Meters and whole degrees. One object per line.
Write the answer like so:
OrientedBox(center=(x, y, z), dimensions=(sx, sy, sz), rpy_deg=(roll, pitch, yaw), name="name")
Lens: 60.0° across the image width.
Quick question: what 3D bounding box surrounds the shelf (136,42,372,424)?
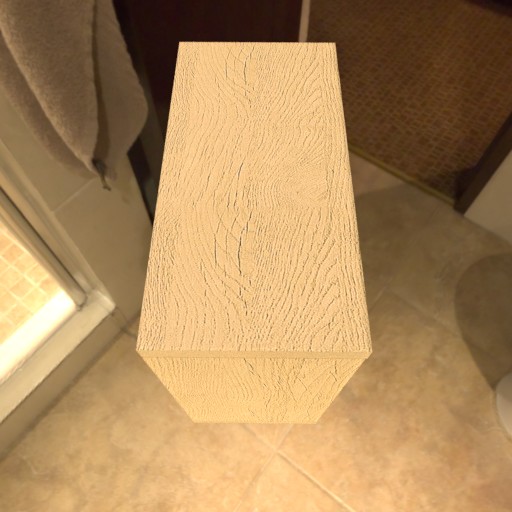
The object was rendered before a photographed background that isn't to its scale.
OrientedBox(center=(0.000, 0.000, 1.265), dimensions=(0.390, 0.786, 0.790), rpy_deg=(0, 61, 0), name="shelf")
